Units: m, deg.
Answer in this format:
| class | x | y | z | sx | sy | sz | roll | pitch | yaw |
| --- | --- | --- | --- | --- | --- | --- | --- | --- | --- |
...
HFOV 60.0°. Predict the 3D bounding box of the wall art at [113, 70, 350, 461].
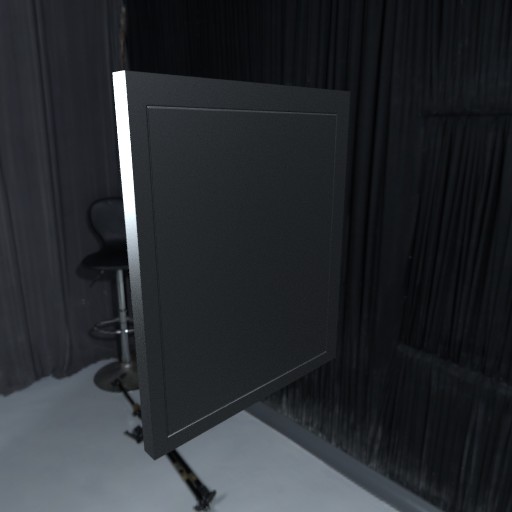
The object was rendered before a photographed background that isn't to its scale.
| class | x | y | z | sx | sy | sz | roll | pitch | yaw |
| --- | --- | --- | --- | --- | --- | --- | --- | --- | --- |
| wall art | 0.000 | 0.000 | 0.769 | 0.461 | 0.558 | 0.031 | -15 | 22 | -42 |
